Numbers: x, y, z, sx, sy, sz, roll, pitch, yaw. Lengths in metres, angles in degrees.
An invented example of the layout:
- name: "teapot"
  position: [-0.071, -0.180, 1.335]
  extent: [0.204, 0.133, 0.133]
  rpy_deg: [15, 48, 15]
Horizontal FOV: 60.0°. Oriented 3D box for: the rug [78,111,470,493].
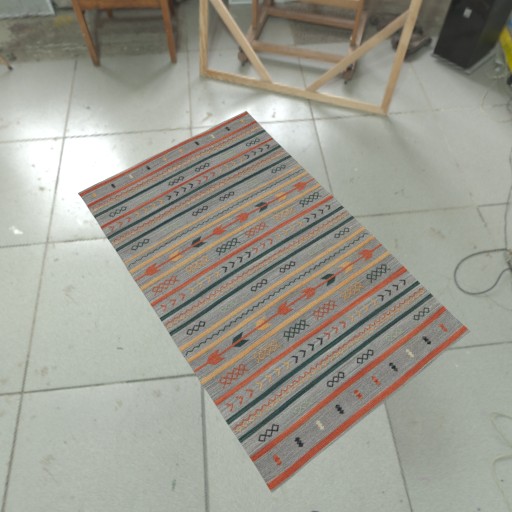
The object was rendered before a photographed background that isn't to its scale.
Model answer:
- name: "rug"
  position: [0.000, 0.000, 3.033]
  extent: [1.537, 0.029, 2.439]
  rpy_deg: [-31, 64, -17]
